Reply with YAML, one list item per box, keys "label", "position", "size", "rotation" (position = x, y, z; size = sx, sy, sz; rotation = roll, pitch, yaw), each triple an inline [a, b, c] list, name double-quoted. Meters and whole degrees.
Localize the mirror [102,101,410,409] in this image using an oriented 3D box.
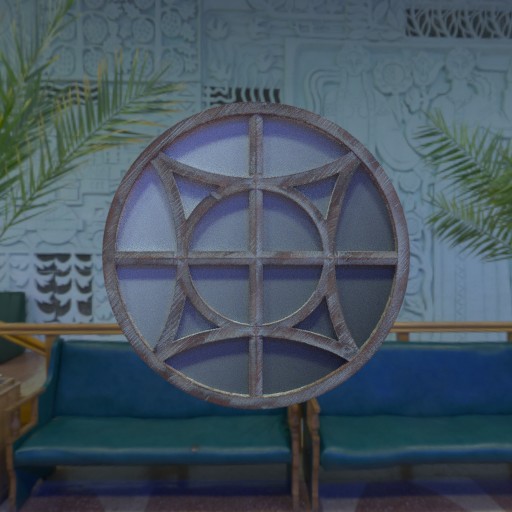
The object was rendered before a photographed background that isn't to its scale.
- label: "mirror"
  position: [0.000, 0.000, 1.041]
  size: [0.710, 0.710, 0.038]
  rotation: [0, 1, 0]
